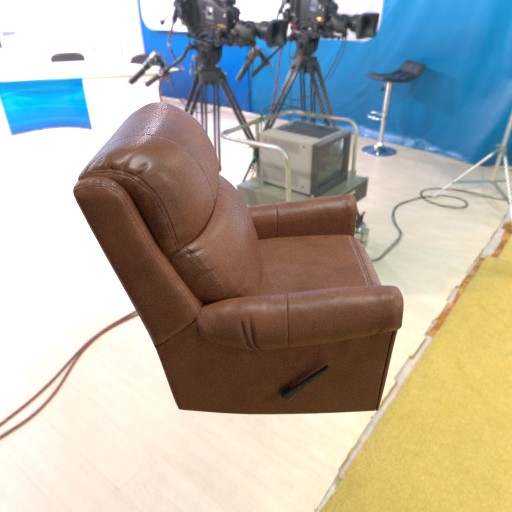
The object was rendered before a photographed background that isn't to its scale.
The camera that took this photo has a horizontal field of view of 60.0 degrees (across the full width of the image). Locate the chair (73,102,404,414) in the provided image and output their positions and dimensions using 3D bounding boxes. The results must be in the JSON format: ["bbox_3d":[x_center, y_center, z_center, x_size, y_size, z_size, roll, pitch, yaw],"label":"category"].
[{"bbox_3d":[0.000,0.000,1.737,1.014,1.054,0.838,0,32,-1],"label":"chair"}]
